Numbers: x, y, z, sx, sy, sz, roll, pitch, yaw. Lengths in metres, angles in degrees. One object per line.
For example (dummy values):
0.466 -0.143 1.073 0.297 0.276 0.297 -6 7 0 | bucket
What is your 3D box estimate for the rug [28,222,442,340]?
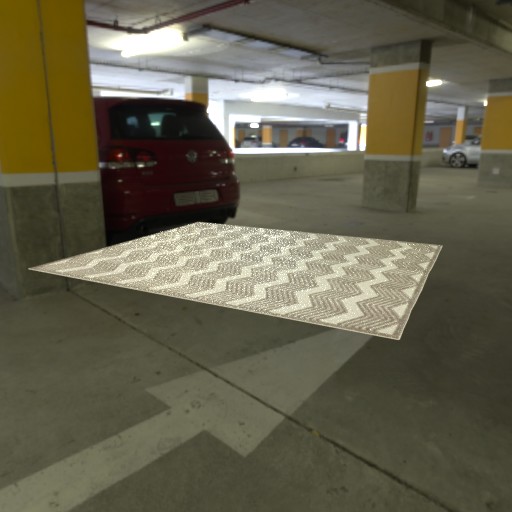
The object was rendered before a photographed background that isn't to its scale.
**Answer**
0.000 0.000 3.941 2.880 0.005 2.391 7 16 26 | rug
